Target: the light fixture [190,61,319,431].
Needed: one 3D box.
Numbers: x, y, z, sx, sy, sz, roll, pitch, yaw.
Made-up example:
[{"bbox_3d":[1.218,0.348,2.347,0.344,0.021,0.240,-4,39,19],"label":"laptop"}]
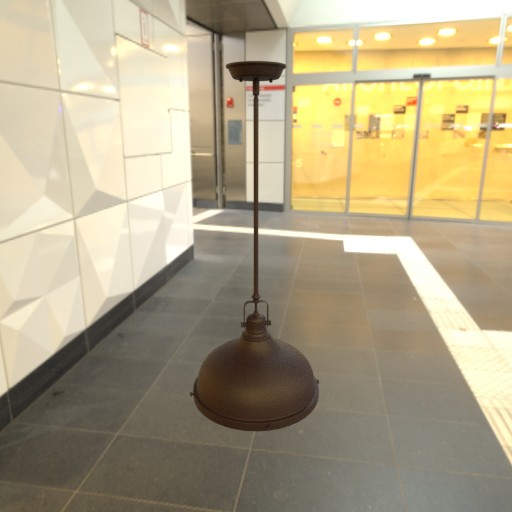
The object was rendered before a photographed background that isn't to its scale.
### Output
[{"bbox_3d":[0.000,0.000,1.066,0.341,0.849,0.341,-3,16,-10],"label":"light fixture"}]
